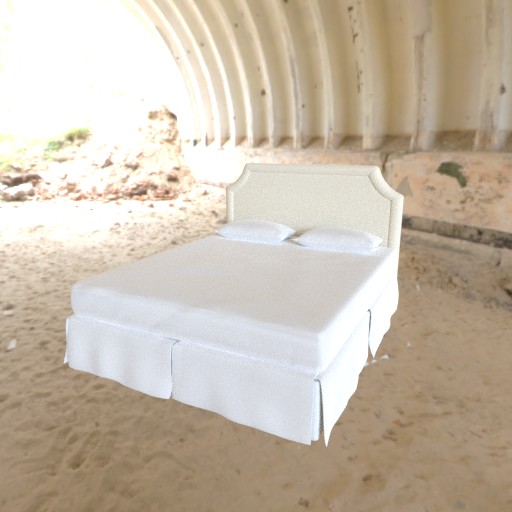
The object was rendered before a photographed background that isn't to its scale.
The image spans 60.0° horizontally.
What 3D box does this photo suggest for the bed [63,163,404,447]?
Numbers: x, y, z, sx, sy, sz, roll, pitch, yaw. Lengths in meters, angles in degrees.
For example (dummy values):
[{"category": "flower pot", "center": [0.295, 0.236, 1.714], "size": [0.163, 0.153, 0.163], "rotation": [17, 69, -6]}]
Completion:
[{"category": "bed", "center": [0.000, 0.000, 4.225], "size": [2.350, 1.590, 2.773], "rotation": [7, 16, 26]}]
